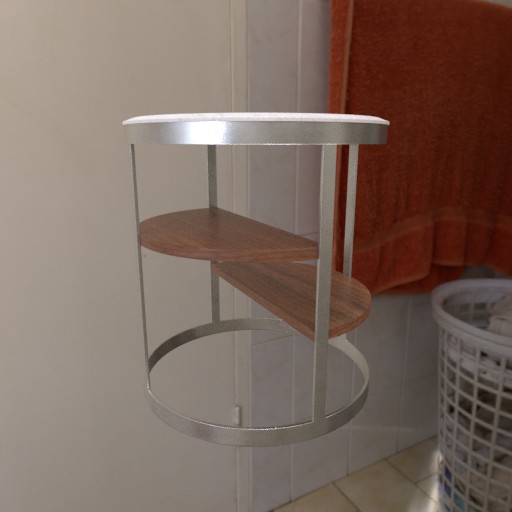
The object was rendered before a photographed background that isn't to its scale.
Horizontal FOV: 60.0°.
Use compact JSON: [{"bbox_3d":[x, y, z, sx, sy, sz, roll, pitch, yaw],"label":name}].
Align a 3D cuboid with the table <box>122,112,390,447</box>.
[{"bbox_3d":[0.000,0.000,0.758,0.407,0.447,0.407,0,15,0],"label":"table"}]
